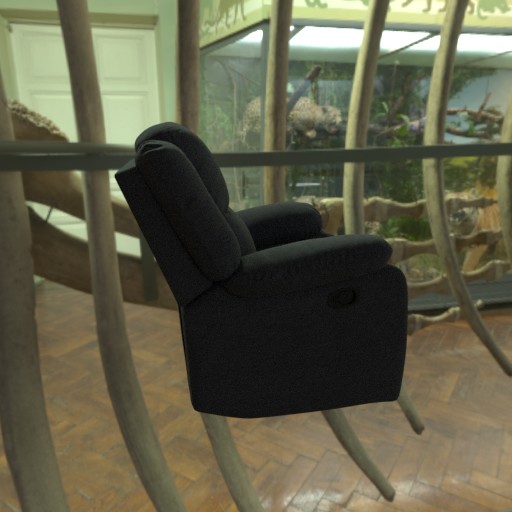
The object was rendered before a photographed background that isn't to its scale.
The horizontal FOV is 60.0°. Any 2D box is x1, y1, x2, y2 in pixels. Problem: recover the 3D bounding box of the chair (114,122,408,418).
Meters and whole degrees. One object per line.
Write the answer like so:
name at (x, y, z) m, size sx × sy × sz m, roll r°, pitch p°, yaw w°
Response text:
chair at (0.000, 0.000, 1.746) m, size 0.944 × 1.008 × 0.899 m, roll -3°, pitch 16°, yaw -11°
